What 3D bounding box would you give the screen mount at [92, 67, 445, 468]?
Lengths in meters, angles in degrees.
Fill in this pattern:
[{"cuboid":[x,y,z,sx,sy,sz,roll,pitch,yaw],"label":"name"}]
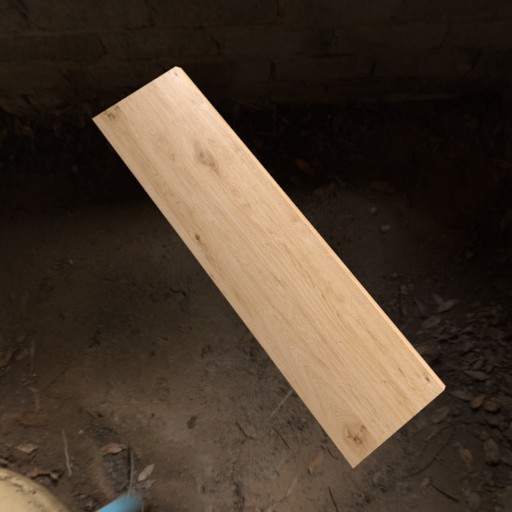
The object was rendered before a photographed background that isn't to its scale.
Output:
[{"cuboid":[0.000,0.000,1.940,0.450,0.430,1.700,-36,78,-9],"label":"screen mount"}]
